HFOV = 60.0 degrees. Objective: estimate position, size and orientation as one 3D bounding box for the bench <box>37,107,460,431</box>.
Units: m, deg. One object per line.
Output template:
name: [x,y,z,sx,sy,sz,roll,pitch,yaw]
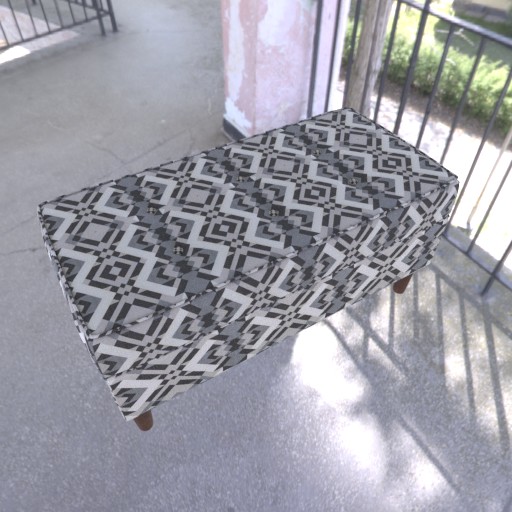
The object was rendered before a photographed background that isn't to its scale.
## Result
bench: [0.000,0.000,1.293,1.016,0.477,0.492,-23,50,-21]
